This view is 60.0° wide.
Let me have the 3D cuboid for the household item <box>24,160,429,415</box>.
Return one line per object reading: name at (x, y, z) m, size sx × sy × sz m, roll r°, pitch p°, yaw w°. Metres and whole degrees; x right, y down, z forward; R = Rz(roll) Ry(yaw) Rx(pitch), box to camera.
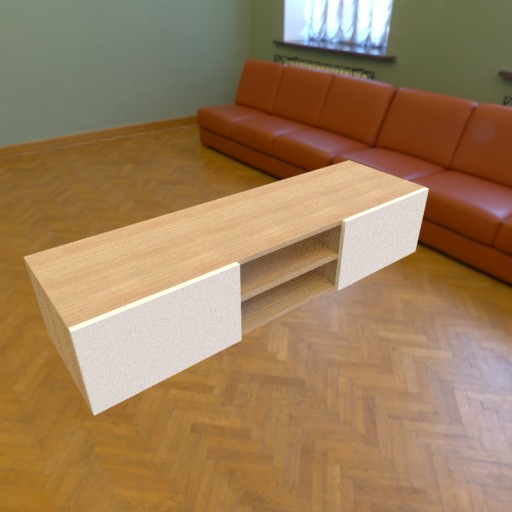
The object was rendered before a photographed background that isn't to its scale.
household item at (0.000, 0.000, 1.604) m, size 1.400 × 0.310 × 0.420 m, roll -22°, pitch 37°, yaw -31°
